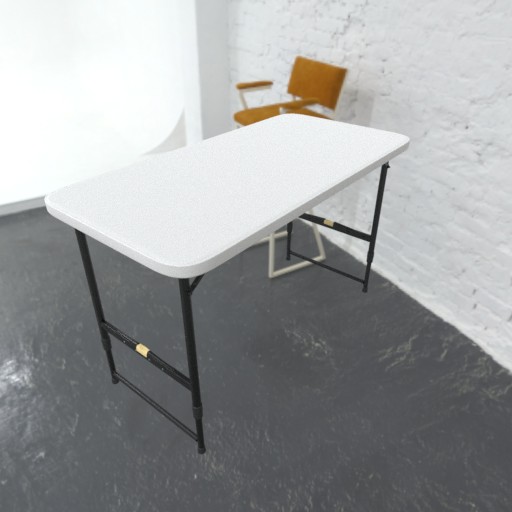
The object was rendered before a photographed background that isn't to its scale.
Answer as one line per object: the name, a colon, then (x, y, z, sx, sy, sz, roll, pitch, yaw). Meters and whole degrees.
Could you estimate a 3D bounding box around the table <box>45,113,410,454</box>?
table: (0.000, 0.000, 1.664, 0.610, 0.737, 1.219, 23, 39, 32)
